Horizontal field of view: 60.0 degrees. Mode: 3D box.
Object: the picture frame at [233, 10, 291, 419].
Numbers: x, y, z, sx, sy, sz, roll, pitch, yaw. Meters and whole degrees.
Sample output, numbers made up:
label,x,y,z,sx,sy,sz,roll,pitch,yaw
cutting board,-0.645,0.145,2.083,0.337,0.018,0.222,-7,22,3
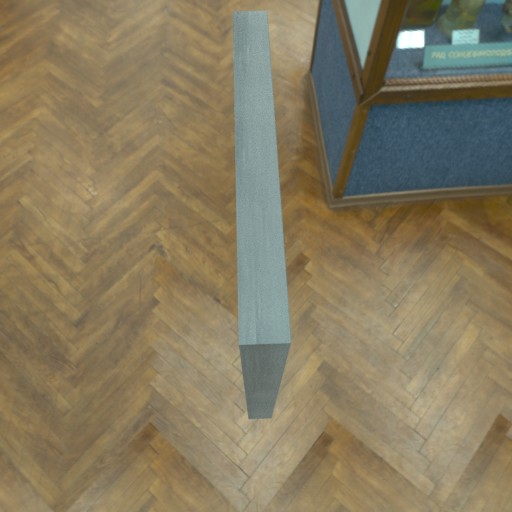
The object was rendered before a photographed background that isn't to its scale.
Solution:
label,x,y,z,sx,sy,sz,roll,pitch,yaw
picture frame,0.000,0.000,0.736,0.046,0.555,0.449,-2,64,-1
